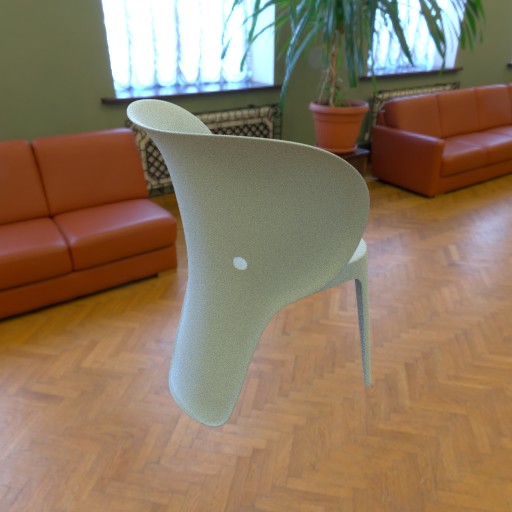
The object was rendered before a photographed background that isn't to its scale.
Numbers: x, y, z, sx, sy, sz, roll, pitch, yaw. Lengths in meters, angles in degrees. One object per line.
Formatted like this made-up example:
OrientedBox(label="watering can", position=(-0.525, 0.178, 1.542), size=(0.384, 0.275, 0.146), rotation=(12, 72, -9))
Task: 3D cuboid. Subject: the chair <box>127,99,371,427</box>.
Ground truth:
OrientedBox(label="chair", position=(0.000, 0.000, 0.855), size=(0.402, 0.554, 0.451), rotation=(-18, 33, -30))
